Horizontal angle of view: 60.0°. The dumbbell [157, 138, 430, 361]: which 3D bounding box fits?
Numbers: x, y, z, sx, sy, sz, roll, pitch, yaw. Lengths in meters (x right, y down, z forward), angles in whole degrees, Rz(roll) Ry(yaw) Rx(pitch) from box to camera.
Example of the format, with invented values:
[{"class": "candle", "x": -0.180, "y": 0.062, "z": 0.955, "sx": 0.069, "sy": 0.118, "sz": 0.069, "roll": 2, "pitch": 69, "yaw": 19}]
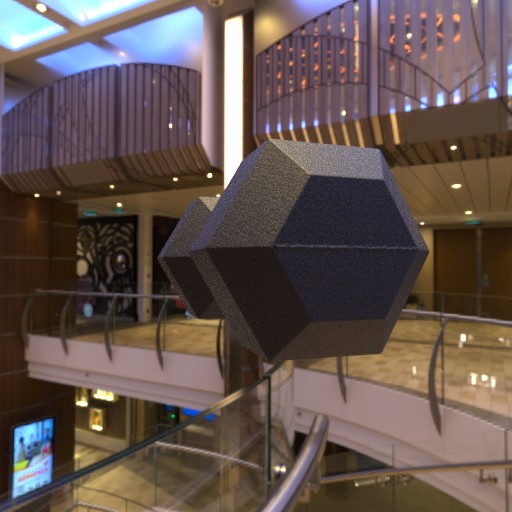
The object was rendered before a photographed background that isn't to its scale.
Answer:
[{"class": "dumbbell", "x": 0.000, "y": 0.000, "z": 0.464, "sx": 0.173, "sy": 0.150, "sz": 0.384, "roll": 0, "pitch": -2, "yaw": -18}]
